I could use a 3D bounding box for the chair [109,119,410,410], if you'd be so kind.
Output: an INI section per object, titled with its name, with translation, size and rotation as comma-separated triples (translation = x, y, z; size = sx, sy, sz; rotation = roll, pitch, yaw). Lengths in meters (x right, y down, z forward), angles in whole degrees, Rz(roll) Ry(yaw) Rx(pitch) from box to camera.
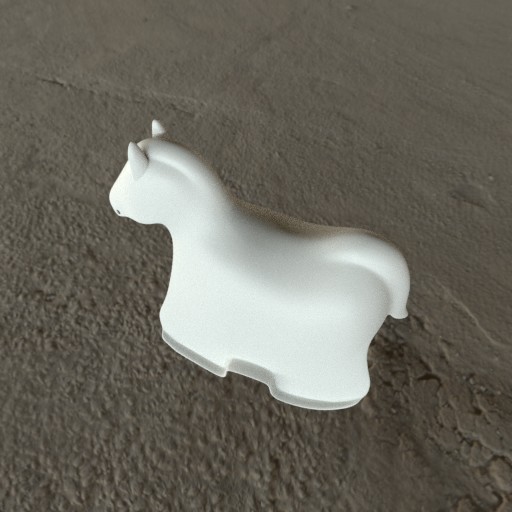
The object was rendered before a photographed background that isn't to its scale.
[chair]
translation = 0.000, 0.000, 1.144
size = 0.800, 0.612, 0.429
rotation = 15, 49, 14
